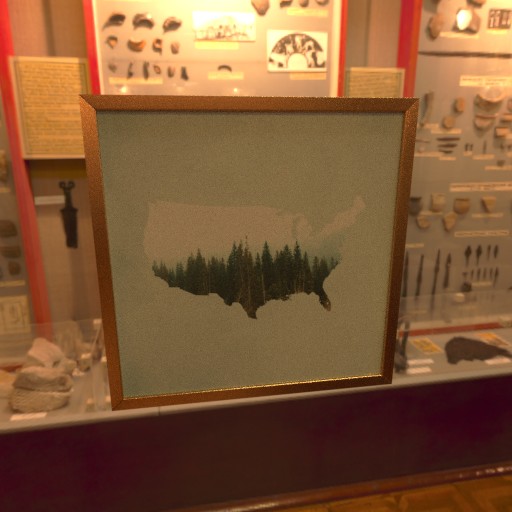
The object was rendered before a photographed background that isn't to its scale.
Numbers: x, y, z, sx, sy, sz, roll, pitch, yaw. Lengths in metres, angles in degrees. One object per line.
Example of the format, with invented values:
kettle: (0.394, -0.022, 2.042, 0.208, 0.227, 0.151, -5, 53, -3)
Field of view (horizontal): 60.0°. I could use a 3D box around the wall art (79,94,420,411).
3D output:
wall art: (0.000, 0.000, 0.451, 0.304, 0.304, 0.038, -3, 16, -9)
